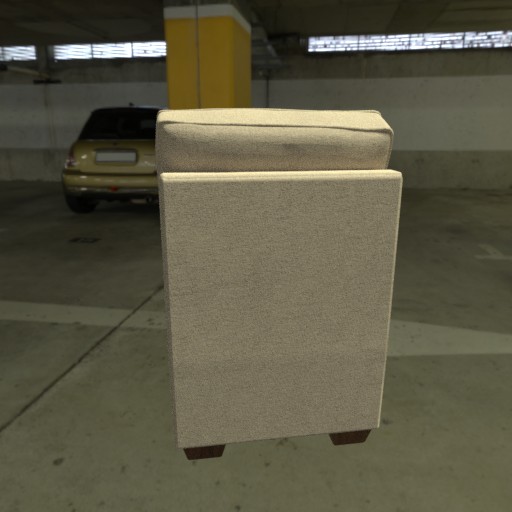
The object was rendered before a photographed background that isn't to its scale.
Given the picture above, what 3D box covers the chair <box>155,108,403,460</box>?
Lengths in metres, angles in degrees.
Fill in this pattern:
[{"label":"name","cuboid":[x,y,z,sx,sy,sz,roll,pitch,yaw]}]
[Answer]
[{"label":"chair","cuboid":[0.000,0.000,1.588,0.621,0.970,0.938,-2,15,-8]}]
